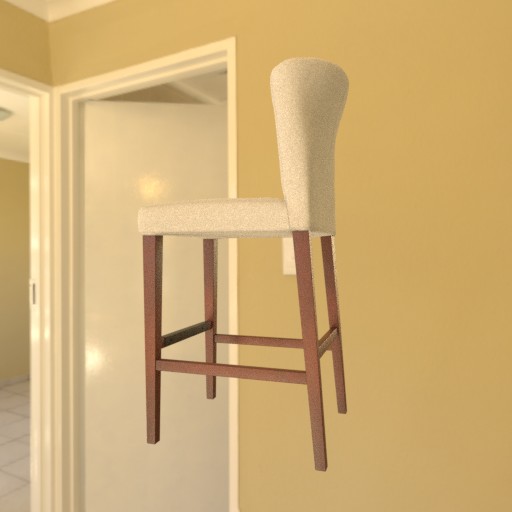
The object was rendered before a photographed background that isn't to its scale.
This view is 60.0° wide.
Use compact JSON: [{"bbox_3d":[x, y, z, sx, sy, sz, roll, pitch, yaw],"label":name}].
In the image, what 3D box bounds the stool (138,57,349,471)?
[{"bbox_3d":[0.000,0.000,1.387,0.568,1.069,0.479,0,0,18],"label":"stool"}]
